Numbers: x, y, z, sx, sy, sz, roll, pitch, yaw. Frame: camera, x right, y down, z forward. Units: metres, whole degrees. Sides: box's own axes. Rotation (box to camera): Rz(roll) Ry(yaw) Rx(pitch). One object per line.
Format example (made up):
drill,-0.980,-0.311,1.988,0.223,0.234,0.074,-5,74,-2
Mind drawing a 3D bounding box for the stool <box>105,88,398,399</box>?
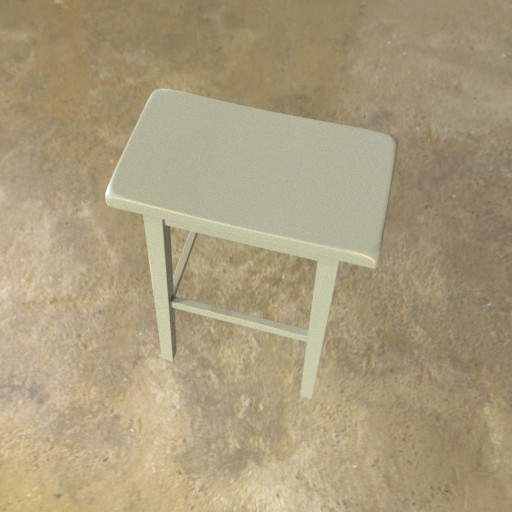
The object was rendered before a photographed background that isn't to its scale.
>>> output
stool,0.000,0.000,1.065,0.457,0.737,0.476,13,66,6
